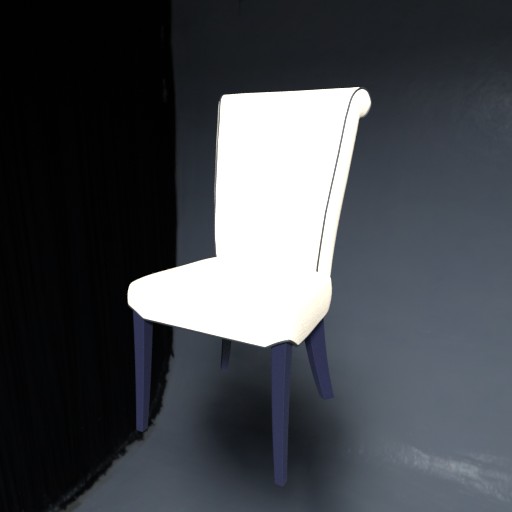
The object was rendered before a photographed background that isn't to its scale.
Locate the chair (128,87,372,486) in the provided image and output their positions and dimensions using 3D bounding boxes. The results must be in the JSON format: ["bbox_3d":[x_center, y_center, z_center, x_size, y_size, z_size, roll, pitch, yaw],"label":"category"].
[{"bbox_3d":[0.000,0.000,1.359,0.522,0.997,0.623,8,17,27],"label":"chair"}]
